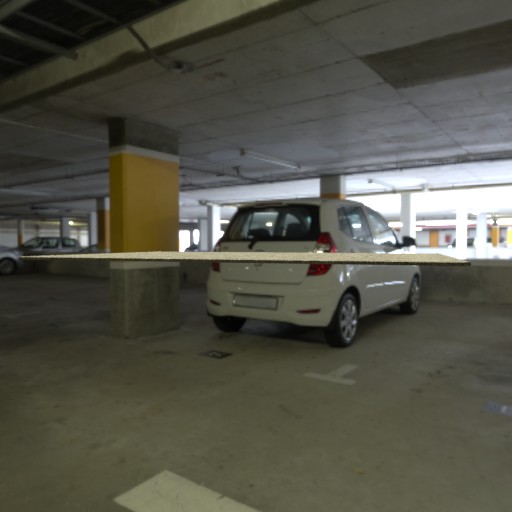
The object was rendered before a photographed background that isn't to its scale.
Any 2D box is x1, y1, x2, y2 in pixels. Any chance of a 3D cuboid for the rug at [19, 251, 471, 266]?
[{"bbox_3d":[0.000,0.000,2.262,1.832,0.016,1.224,1,2,18],"label":"rug"}]
